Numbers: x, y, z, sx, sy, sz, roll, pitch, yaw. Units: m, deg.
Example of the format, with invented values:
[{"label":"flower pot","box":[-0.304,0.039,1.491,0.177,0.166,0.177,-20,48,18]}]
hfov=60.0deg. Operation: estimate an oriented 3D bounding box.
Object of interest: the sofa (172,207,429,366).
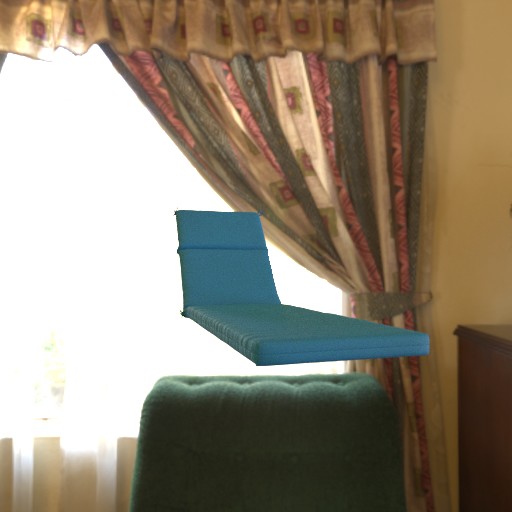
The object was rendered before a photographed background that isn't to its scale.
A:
[{"label":"sofa","box":[0.000,0.000,1.964,0.582,0.622,1.663,1,-2,-17]}]
